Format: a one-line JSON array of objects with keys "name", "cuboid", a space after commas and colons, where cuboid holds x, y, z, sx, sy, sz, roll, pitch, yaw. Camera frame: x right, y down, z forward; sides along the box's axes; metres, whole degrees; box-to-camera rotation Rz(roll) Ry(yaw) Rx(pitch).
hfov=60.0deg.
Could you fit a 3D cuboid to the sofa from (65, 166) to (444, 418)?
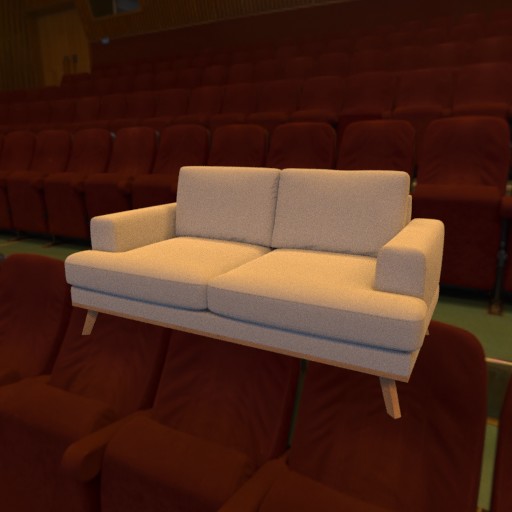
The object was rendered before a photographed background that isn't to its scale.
[{"name": "sofa", "cuboid": [0.000, 0.000, 2.143, 1.651, 0.810, 0.915, 7, 16, 27]}]
